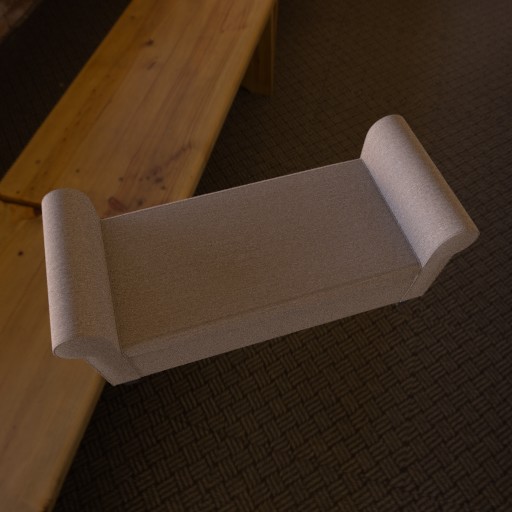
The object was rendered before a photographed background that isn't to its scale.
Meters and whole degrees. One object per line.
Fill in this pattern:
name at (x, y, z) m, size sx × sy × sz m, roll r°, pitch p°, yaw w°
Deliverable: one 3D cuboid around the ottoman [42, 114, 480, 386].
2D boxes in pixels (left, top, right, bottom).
ottoman at (0.000, 0.000, 1.550) m, size 1.256 × 0.547 × 0.521 m, roll -15°, pitch 61°, yaw -8°
